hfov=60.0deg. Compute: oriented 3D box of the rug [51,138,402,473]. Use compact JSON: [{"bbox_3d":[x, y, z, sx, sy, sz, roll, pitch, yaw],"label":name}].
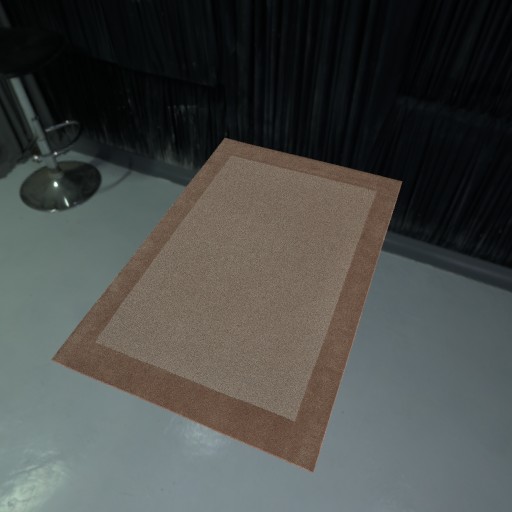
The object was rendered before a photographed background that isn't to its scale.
[{"bbox_3d":[0.000,0.000,2.368,1.219,0.014,1.829,17,51,14],"label":"rug"}]
